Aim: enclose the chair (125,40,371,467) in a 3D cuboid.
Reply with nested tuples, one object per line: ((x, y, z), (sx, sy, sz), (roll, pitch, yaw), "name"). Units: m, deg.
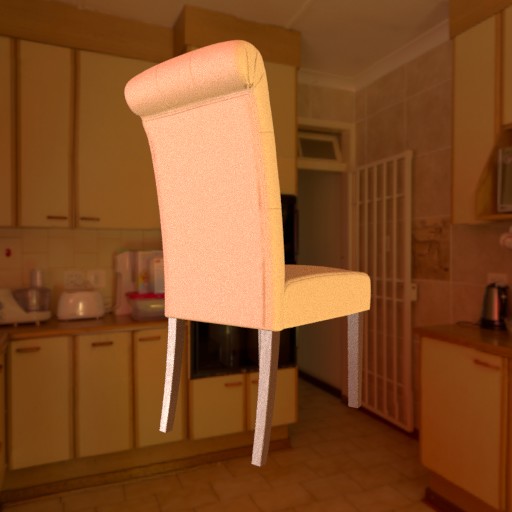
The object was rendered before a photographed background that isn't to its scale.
((0.000, 0.000, 1.344), (0.456, 1.006, 0.671), (0, 1, 37), "chair")
